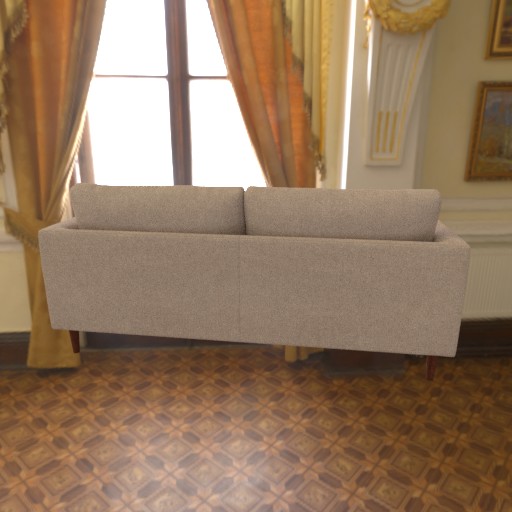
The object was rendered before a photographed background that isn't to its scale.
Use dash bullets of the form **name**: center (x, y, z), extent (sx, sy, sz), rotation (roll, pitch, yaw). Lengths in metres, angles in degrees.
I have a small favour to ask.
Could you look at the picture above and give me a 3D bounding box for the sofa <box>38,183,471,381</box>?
- **sofa**: center (0.000, 0.000, 2.474), extent (1.948, 0.868, 1.020), rotation (2, 17, 8)
